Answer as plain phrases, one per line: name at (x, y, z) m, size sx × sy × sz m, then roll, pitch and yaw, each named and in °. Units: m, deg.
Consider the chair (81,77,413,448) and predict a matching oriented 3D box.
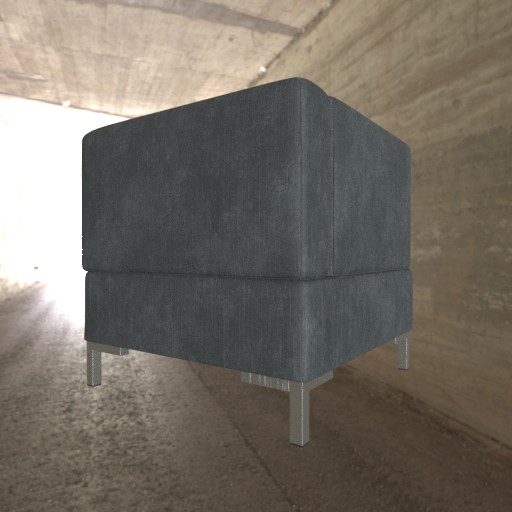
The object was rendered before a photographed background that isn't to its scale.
chair at (0.000, 0.000, 1.215) m, size 0.680 × 0.660 × 0.680 m, roll 0°, pitch 1°, yaw 35°
